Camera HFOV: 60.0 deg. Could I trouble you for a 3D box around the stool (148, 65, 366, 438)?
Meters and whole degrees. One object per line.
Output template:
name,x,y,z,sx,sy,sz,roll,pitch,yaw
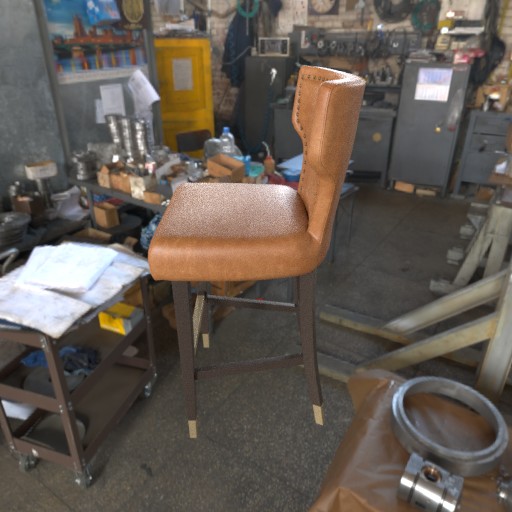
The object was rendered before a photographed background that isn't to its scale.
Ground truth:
stool,0.000,0.000,1.418,0.563,1.092,0.526,0,27,0
